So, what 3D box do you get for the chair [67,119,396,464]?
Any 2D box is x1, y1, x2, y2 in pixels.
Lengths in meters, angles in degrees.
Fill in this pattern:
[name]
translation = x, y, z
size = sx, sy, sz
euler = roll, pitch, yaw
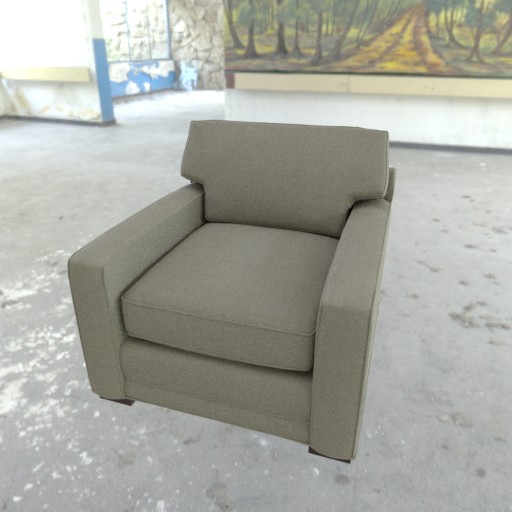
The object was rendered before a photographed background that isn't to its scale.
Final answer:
[chair]
translation = 0.000, 0.000, 1.797
size = 0.999, 0.934, 1.044
euler = 8, 27, 16
